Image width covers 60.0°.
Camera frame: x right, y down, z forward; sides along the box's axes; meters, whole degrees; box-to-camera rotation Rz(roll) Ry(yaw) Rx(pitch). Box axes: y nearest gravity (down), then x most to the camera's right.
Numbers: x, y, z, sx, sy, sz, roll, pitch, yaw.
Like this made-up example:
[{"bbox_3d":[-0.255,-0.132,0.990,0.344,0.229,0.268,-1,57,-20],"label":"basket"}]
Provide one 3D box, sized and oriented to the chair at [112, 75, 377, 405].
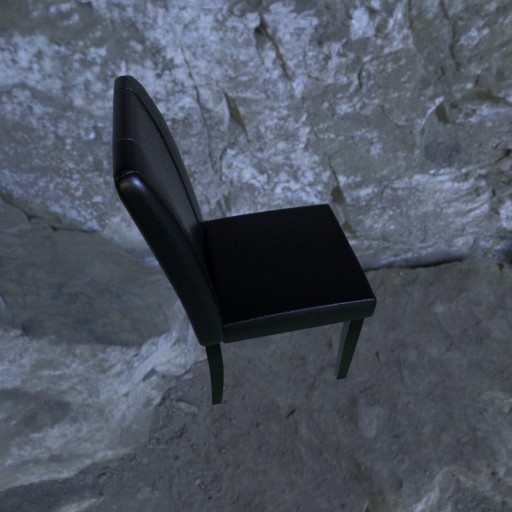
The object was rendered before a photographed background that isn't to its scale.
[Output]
[{"bbox_3d":[0.000,0.000,1.196,0.556,0.897,0.399,-9,47,-8],"label":"chair"}]
